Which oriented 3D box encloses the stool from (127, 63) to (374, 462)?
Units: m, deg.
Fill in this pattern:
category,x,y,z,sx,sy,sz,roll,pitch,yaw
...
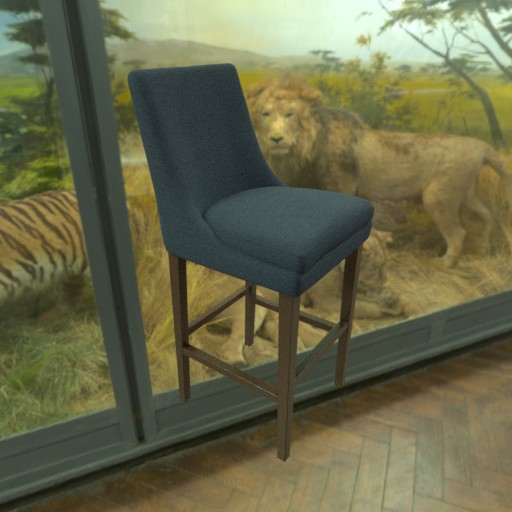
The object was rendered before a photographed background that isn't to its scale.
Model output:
category,x,y,z,sx,sy,sz,roll,pitch,yaw
stool,0.000,0.000,1.386,0.577,1.078,0.470,18,31,31
